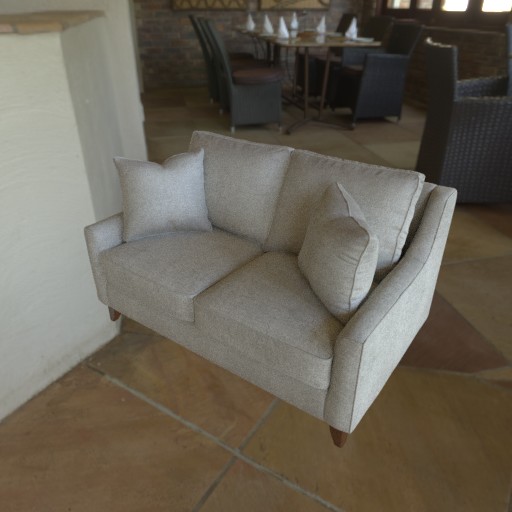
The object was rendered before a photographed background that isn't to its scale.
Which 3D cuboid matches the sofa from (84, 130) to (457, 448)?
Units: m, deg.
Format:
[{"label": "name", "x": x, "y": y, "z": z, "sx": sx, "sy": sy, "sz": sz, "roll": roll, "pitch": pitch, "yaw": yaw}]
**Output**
[{"label": "sofa", "x": 0.000, "y": 0.000, "z": 2.031, "sx": 1.422, "sy": 0.863, "sz": 0.915, "roll": 20, "pitch": 35, "yaw": 30}]
